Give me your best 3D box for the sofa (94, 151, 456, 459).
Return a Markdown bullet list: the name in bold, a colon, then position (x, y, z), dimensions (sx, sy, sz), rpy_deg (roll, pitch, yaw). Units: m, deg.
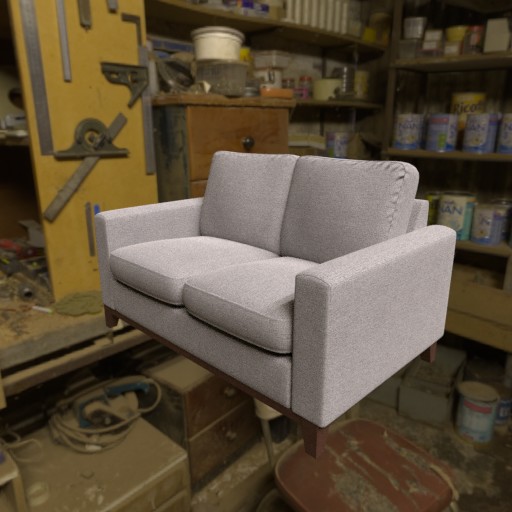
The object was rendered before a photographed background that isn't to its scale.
- **sofa**: position (0.000, 0.000, 2.022), dimensions (1.420, 0.873, 0.917), rpy_deg (16, 23, 42)
